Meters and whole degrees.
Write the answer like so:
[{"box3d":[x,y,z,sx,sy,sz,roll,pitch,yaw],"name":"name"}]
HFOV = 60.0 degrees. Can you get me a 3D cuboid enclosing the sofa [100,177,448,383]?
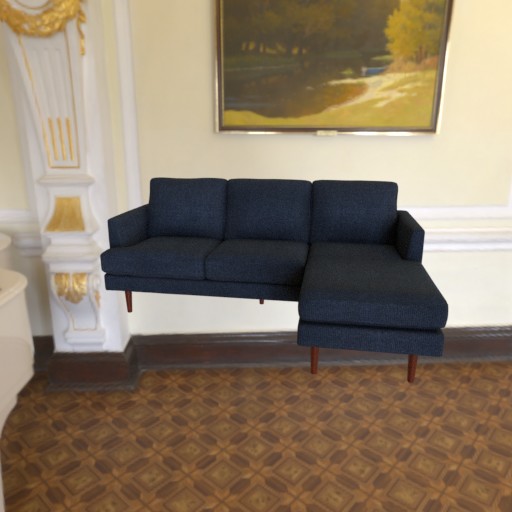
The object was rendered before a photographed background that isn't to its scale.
[{"box3d":[0.000,0.000,3.096,2.233,0.956,1.504,3,16,9],"name":"sofa"}]
